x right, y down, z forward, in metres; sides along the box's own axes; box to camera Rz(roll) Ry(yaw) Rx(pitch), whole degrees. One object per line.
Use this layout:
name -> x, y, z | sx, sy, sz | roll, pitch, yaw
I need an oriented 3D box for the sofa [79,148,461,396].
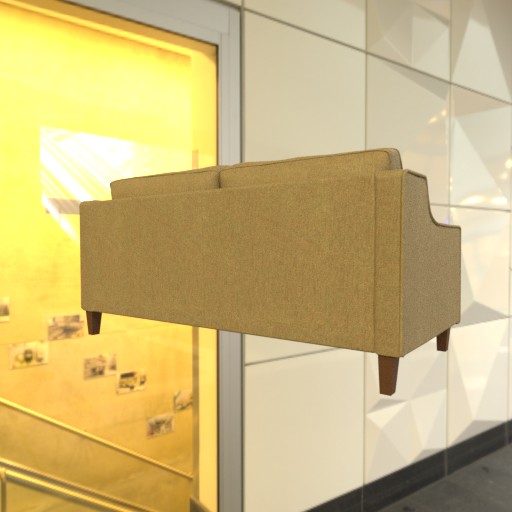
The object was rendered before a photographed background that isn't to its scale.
sofa -> 0.000, 0.000, 2.765 | 2.181, 1.074, 1.073 | 1, 2, 36
